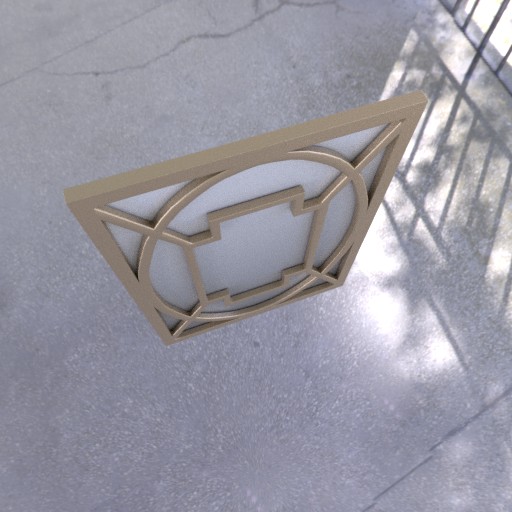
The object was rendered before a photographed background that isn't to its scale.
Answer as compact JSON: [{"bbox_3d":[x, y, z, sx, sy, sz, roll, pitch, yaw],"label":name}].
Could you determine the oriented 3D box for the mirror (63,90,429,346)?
[{"bbox_3d":[0.000,0.000,1.335,0.756,1.023,0.032,-18,65,-9],"label":"mirror"}]
